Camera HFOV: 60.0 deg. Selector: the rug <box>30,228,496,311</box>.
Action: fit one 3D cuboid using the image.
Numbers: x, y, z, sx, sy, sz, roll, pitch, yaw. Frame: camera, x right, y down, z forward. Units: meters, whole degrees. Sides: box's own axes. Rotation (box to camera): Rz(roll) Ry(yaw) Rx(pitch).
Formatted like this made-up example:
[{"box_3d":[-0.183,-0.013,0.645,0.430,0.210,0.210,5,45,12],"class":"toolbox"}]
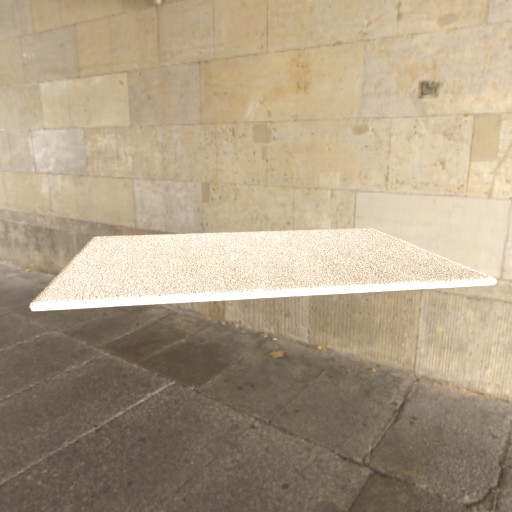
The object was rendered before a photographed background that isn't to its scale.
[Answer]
[{"box_3d":[0.000,0.000,2.231,1.778,0.030,1.219,-2,14,-10],"class":"rug"}]
